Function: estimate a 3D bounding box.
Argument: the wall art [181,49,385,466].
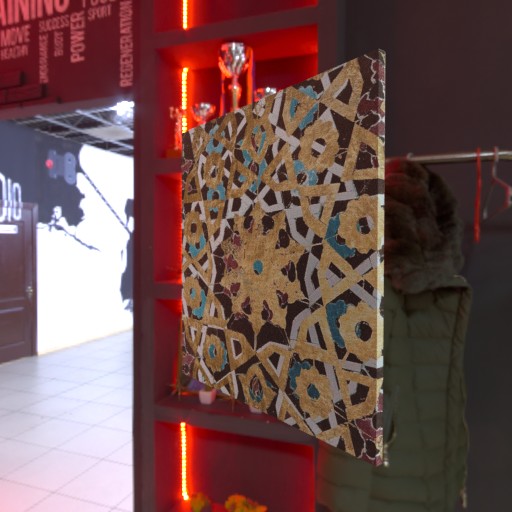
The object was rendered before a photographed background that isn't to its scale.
[{"bbox_3d":[0.000,0.000,0.594,0.010,0.406,0.404,-1,2,-37],"label":"wall art"}]
